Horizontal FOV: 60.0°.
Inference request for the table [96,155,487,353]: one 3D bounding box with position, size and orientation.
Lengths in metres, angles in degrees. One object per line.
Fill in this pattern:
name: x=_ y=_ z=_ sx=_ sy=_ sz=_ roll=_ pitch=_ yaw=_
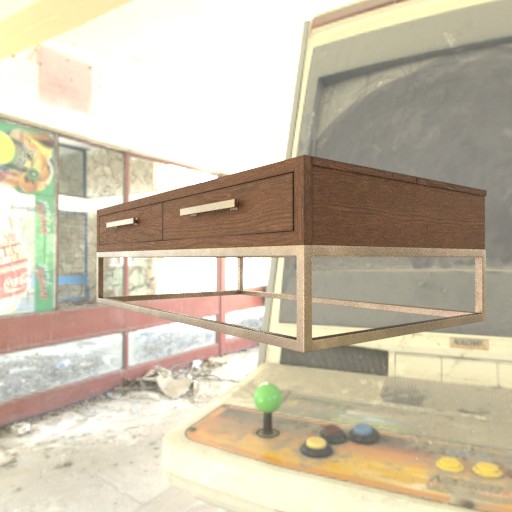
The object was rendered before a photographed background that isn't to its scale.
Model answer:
table: x=0.000 y=0.000 z=1.473 sx=0.719 sy=0.361 sz=1.167 roll=0 pitch=0 yaw=-38
